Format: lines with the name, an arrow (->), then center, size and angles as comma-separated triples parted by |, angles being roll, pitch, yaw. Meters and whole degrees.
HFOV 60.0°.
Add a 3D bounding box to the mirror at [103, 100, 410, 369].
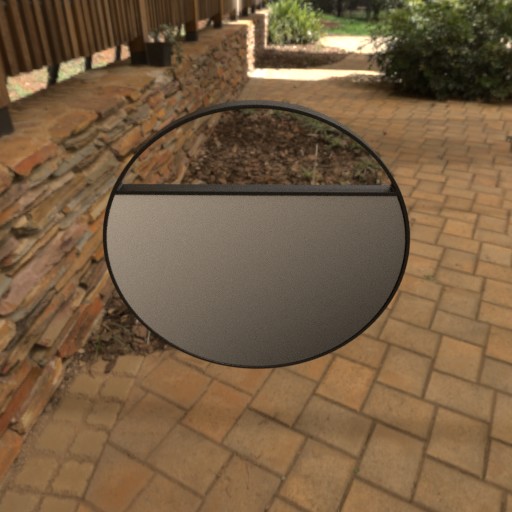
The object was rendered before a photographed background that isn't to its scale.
mirror -> 0.000, 0.000, 0.841 | 0.565, 0.565, 0.032 | 0, 32, 1
